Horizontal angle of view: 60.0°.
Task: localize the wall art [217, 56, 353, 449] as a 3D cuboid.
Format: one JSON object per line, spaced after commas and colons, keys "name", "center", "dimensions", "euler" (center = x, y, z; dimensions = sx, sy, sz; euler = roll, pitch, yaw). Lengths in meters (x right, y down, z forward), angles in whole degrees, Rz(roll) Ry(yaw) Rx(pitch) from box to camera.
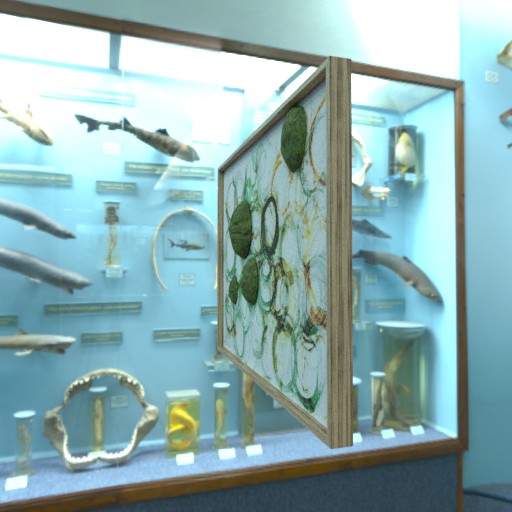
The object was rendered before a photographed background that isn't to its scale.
{"name": "wall art", "center": [0.000, 0.000, 1.091], "dimensions": [0.063, 0.609, 0.841], "euler": [0, -1, -17]}
